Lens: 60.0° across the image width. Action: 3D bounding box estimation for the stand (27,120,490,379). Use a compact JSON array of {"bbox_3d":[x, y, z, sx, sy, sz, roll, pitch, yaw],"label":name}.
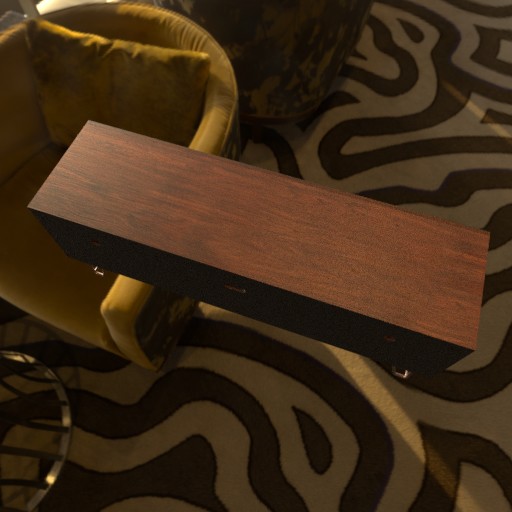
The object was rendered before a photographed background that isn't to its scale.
[{"bbox_3d":[0.000,0.000,1.888,1.626,0.610,0.481,17,64,9],"label":"stand"}]
